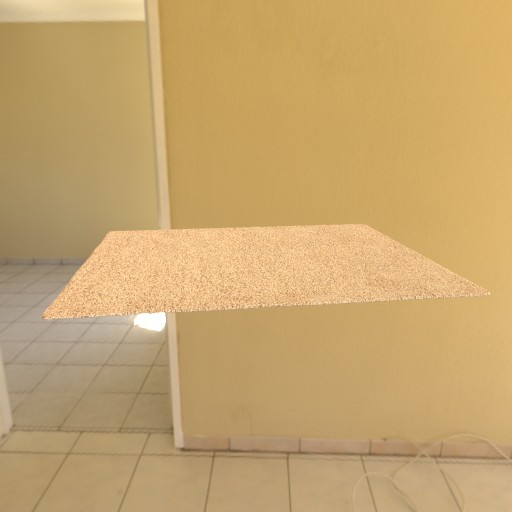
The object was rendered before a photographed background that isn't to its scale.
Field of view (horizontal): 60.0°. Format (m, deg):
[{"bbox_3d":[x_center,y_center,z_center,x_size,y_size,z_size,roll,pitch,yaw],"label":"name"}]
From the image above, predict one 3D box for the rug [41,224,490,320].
[{"bbox_3d":[0.000,0.000,4.107,3.047,0.029,2.438,-2,16,-8],"label":"rug"}]
